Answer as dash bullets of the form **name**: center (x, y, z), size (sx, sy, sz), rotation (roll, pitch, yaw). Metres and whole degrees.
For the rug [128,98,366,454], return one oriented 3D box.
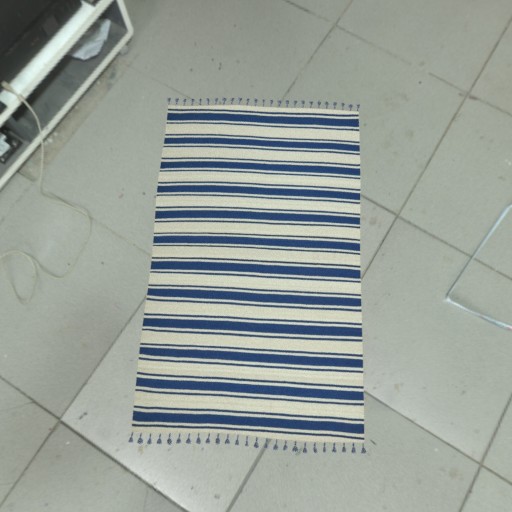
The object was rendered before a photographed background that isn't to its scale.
- **rug**: center (0.000, 0.000, 2.591), size (1.248, 0.009, 2.108), rotation (3, 75, 1)
